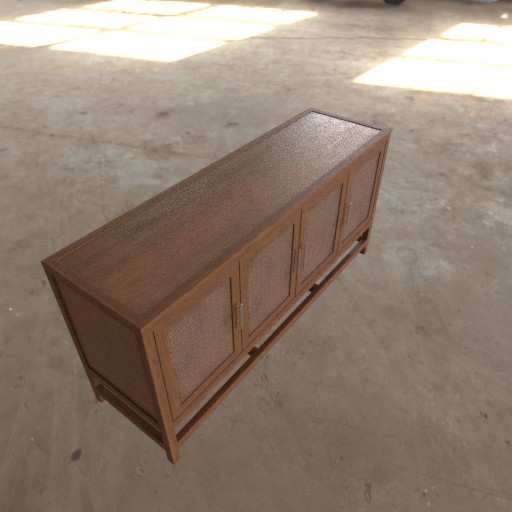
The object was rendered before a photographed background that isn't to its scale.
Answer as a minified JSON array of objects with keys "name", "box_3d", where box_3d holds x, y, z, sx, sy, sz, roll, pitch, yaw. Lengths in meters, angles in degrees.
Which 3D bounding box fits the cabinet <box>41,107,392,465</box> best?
[{"name":"cabinet","box_3d":[0.000,0.000,2.152,0.522,0.820,1.708,26,46,28]}]
